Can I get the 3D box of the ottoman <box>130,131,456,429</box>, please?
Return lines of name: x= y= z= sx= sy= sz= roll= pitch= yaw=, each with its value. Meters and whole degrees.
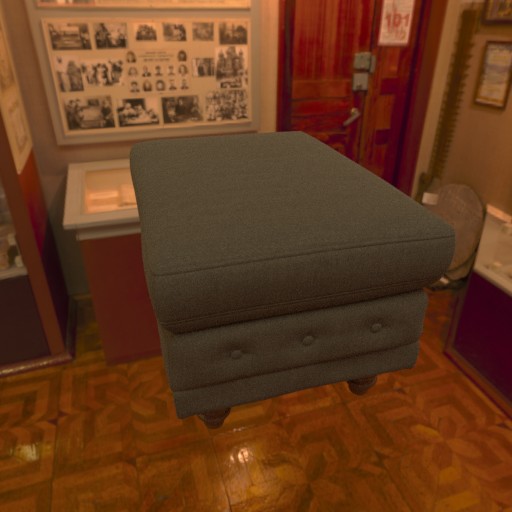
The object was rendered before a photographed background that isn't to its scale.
ottoman: x=0.000 y=0.000 z=1.150 sx=0.569 sy=0.500 sz=0.771 roll=-8 pitch=30 yaw=-14
